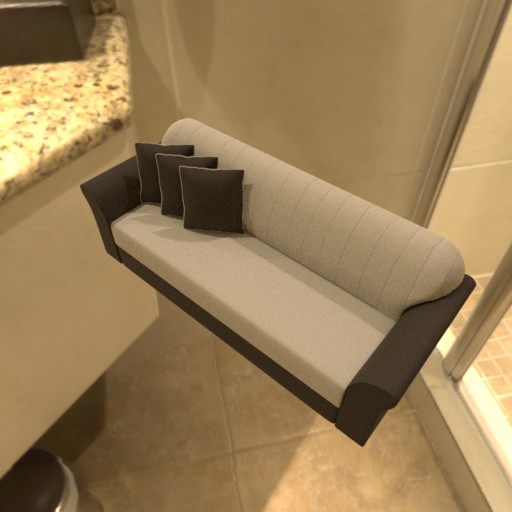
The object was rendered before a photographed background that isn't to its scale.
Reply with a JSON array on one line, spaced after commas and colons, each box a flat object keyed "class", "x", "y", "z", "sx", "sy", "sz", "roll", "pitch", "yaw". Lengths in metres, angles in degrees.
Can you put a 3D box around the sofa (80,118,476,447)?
[{"class": "sofa", "x": 0.000, "y": 0.000, "z": 2.406, "sx": 2.001, "sy": 0.787, "sz": 0.755, "roll": 32, "pitch": 54, "yaw": 27}]
